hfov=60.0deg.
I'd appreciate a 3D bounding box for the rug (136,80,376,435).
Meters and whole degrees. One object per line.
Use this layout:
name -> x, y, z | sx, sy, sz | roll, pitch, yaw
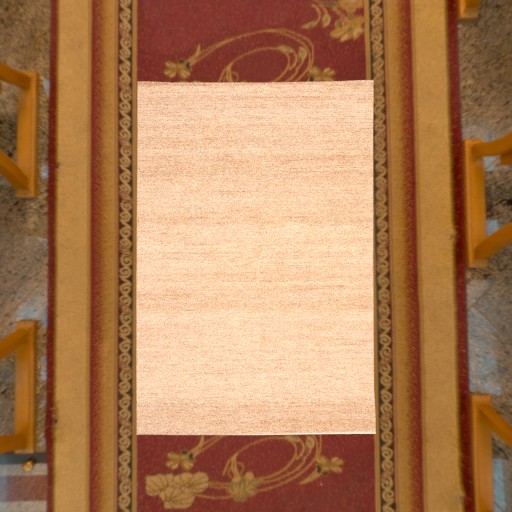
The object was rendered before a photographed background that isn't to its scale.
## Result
rug -> 0.000, 0.000, 2.923 | 1.574, 0.029, 2.346 | 0, 89, -1
